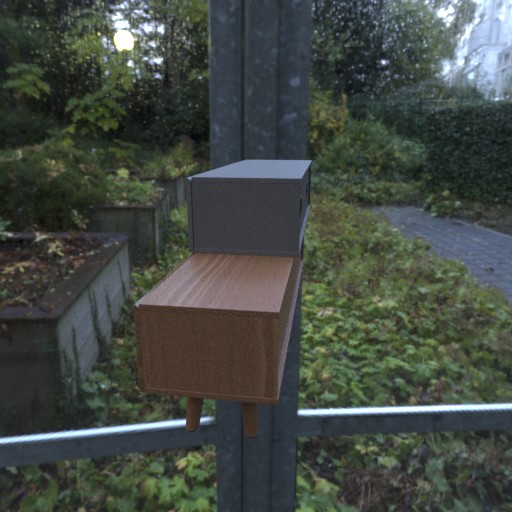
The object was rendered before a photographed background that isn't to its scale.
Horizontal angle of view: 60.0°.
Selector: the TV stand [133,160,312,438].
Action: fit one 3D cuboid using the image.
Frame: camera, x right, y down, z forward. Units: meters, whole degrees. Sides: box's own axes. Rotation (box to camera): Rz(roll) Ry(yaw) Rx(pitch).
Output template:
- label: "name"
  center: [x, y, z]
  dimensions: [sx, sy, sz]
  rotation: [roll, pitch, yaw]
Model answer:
- label: "TV stand"
  center: [0.000, 0.000, 1.559]
  dimensions: [0.329, 0.591, 1.336]
  rotation: [2, 15, 8]
